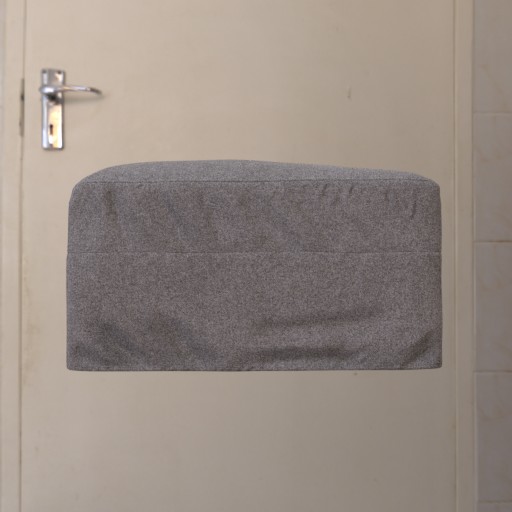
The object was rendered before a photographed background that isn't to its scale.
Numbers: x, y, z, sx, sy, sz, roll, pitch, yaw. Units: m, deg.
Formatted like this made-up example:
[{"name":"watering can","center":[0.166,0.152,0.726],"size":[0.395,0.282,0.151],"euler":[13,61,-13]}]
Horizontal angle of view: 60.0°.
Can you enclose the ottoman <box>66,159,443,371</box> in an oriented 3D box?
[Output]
[{"name":"ottoman","center":[0.000,0.000,1.242],"size":[0.837,0.481,0.683],"euler":[0,0,0]}]
